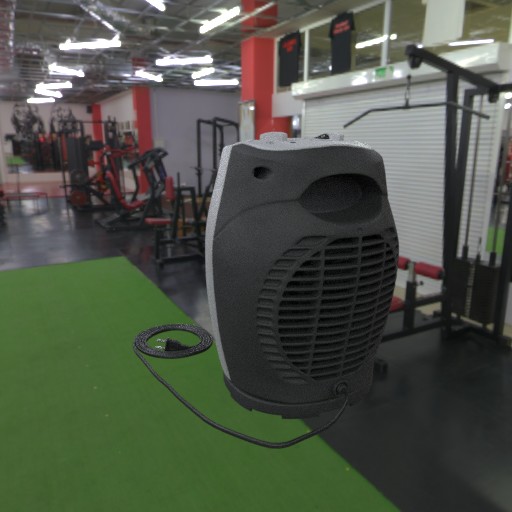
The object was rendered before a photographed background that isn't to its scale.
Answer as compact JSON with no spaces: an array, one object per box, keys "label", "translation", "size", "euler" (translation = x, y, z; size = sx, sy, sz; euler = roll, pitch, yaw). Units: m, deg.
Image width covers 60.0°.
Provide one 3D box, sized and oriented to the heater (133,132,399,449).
[{"label":"heater","translation":[0.000,0.000,0.478],"size":[0.239,0.255,0.291],"euler":[-7,15,-26]}]
